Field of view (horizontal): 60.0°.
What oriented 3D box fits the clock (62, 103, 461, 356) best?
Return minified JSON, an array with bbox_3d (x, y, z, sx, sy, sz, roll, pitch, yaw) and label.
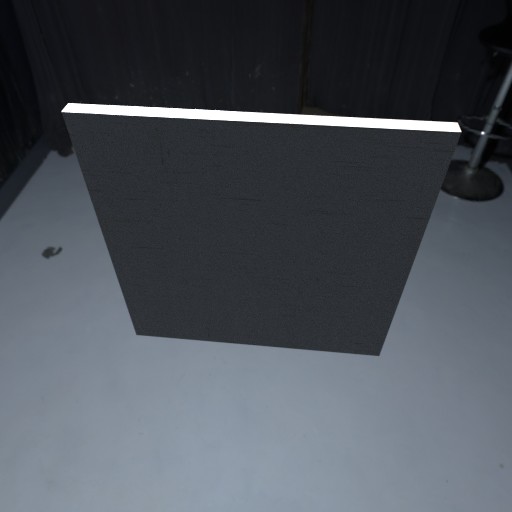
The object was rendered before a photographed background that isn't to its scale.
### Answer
[{"bbox_3d":[0.000,0.000,1.040,0.705,0.705,0.032,4,46,4],"label":"clock"}]
